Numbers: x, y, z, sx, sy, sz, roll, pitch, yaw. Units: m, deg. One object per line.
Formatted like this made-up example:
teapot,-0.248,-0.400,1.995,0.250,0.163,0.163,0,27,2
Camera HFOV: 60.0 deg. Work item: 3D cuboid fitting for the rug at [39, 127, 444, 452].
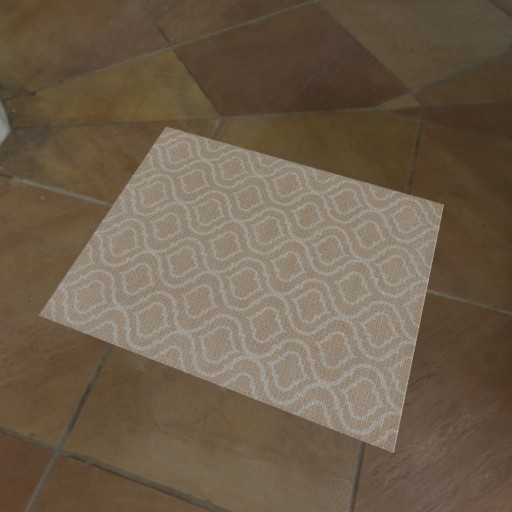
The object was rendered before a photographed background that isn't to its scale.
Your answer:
rug,0.000,0.000,3.867,2.894,0.013,2.286,18,61,10
